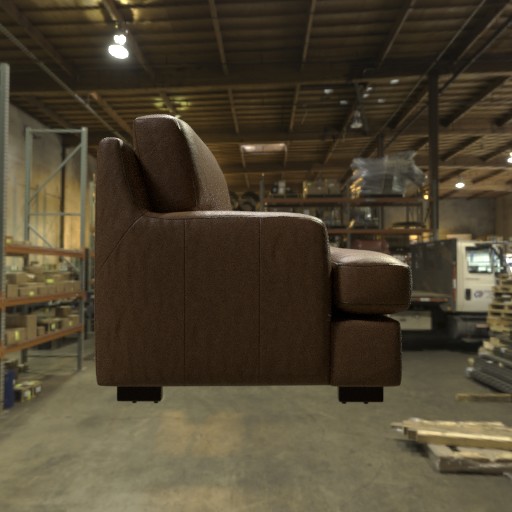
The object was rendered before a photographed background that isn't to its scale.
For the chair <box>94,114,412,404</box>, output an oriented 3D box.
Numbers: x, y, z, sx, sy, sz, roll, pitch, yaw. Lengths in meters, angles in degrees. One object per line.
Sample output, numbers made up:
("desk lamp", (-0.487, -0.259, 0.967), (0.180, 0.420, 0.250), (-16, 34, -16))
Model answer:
("chair", (0.000, 0.000, 1.995), (1.050, 0.978, 1.276), (0, -2, 1))
